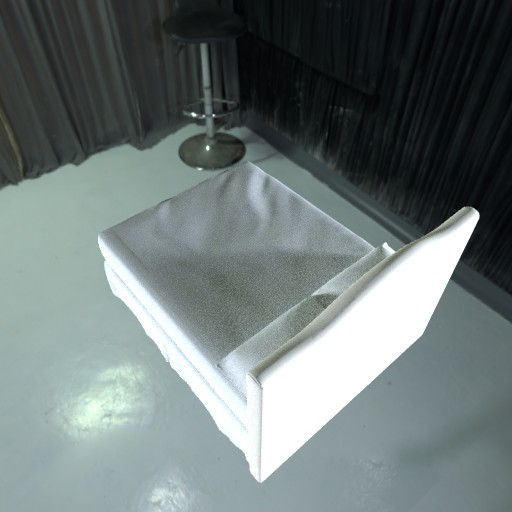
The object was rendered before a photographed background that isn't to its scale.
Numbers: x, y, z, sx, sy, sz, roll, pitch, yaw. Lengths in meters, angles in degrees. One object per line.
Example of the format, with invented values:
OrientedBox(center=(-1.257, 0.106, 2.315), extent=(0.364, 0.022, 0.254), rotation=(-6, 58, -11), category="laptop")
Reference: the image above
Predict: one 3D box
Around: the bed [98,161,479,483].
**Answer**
OrientedBox(center=(0.000, 0.000, 3.279), extent=(1.753, 1.460, 2.143), rotation=(-32, 54, -26), category="bed")
